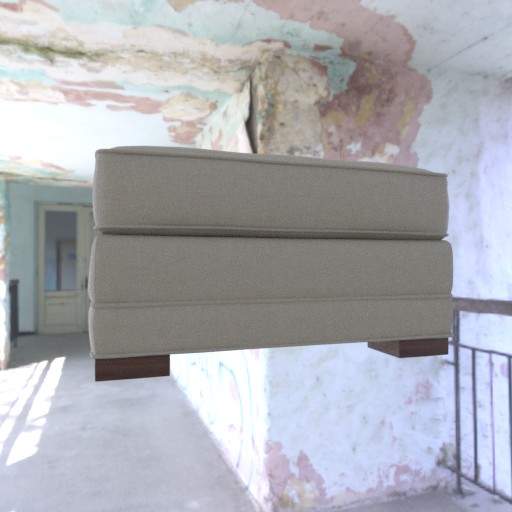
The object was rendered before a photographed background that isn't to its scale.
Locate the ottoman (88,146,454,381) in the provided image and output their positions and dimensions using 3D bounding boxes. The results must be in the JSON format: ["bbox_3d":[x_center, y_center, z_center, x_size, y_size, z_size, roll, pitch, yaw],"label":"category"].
[{"bbox_3d":[0.000,0.000,1.225,0.848,0.482,0.611,0,-1,-18],"label":"ottoman"}]
